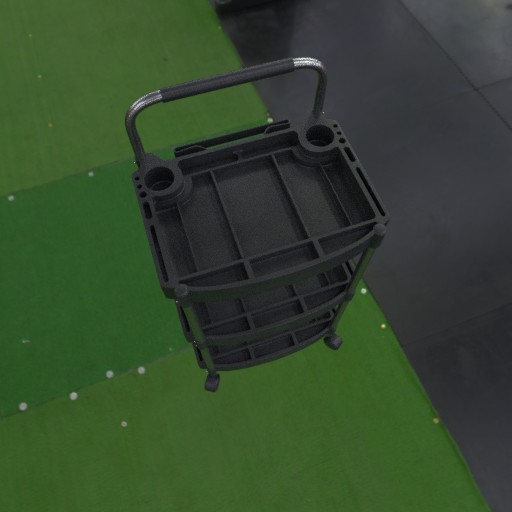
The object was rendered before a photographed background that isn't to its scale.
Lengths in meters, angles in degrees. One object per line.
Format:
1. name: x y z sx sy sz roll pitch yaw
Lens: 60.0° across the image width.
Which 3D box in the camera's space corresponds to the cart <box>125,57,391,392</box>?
1. cart: 0.000 0.000 1.396 0.584 1.075 0.518 -17 64 -8
